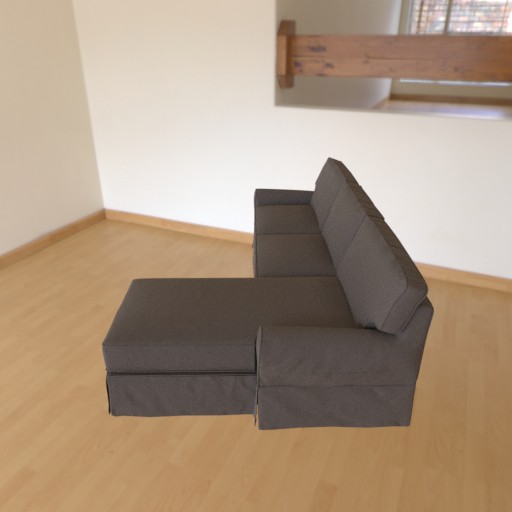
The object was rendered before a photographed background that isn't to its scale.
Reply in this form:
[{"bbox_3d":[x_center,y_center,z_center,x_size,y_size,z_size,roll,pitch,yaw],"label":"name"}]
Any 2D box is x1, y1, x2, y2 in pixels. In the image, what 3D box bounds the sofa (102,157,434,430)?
[{"bbox_3d":[0.000,0.000,3.347,1.733,0.978,2.475,0,27,-1],"label":"sofa"}]
